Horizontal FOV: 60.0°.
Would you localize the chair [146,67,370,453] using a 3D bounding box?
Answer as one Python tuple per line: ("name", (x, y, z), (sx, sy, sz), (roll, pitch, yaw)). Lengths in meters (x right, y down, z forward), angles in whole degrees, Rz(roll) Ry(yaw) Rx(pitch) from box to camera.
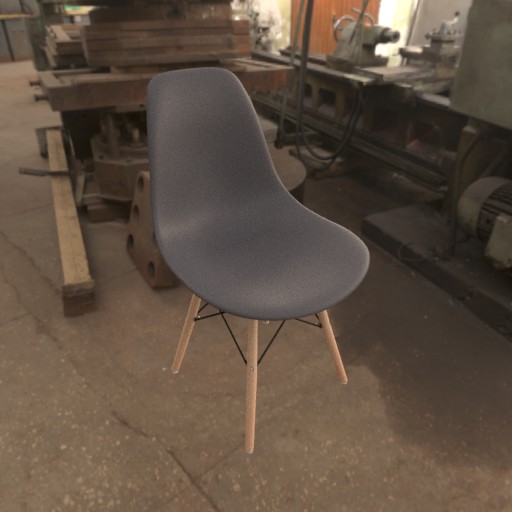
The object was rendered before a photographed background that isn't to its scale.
("chair", (0.000, 0.000, 1.123), (0.470, 0.826, 0.533), (-23, 38, -33))
